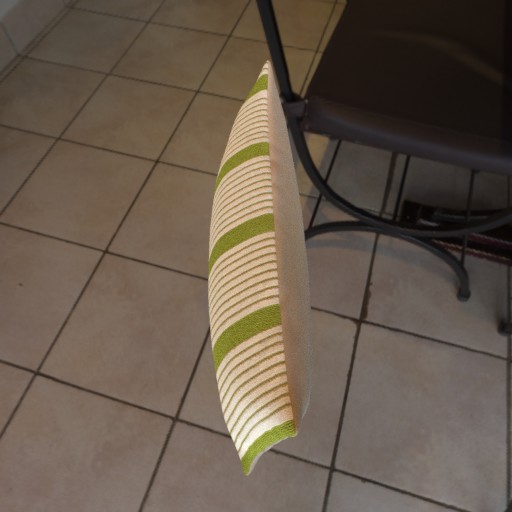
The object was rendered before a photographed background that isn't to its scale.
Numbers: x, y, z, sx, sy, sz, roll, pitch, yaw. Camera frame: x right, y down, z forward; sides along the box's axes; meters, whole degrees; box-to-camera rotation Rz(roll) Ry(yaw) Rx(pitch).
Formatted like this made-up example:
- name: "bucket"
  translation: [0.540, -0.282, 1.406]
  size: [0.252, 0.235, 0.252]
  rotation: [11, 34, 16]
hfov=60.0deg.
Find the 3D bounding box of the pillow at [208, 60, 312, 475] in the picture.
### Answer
- name: "pillow"
  translation: [0.000, 0.000, 0.717]
  size: [0.156, 0.292, 0.608]
  rotation: [-2, 57, -1]
